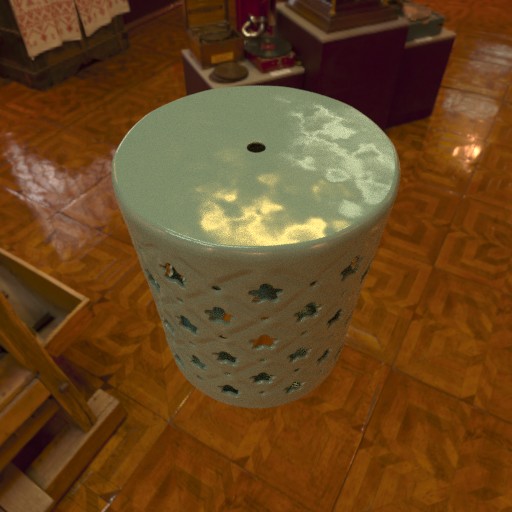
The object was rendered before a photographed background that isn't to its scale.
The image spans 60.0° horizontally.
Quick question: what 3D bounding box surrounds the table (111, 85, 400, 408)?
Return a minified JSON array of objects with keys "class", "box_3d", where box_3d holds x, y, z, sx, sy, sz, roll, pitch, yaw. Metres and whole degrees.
[{"class":"table","box_3d":[0.000,0.000,0.680,0.352,0.387,0.352,0,47,0]}]
